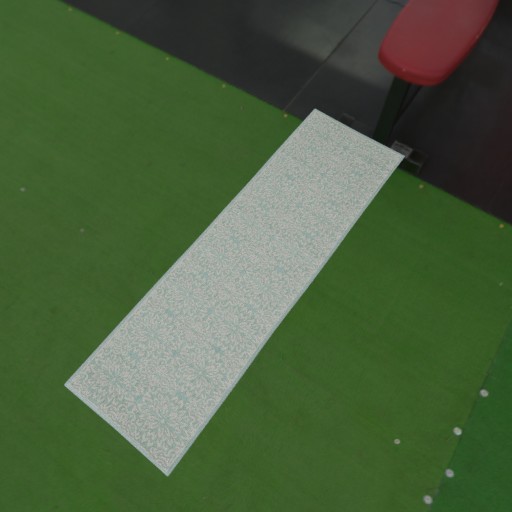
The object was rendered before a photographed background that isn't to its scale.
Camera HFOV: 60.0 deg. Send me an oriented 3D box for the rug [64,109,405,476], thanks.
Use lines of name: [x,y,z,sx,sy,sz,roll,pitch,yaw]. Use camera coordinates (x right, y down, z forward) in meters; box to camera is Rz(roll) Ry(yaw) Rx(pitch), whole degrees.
rug: [0.000,0.000,2.422,0.662,0.011,2.196,33,68,15]
